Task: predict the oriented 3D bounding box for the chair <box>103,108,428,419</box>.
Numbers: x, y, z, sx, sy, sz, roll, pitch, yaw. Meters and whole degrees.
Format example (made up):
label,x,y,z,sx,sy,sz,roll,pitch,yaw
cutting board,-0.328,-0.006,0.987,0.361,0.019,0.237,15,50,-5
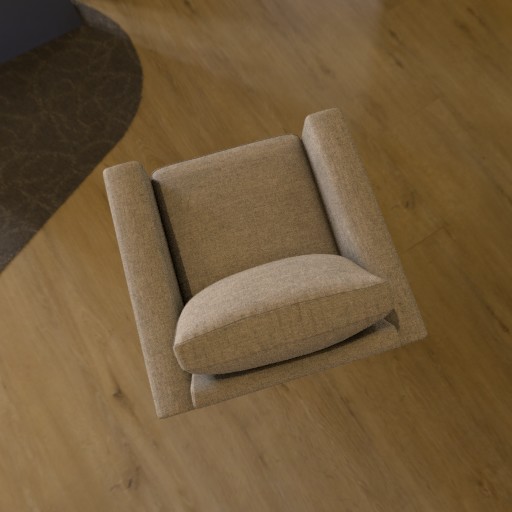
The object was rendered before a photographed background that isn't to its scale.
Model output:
label,x,y,z,sx,sy,sz,roll,pitch,yaw
chair,0.000,0.000,1.890,1.024,1.010,1.038,-16,76,-4
